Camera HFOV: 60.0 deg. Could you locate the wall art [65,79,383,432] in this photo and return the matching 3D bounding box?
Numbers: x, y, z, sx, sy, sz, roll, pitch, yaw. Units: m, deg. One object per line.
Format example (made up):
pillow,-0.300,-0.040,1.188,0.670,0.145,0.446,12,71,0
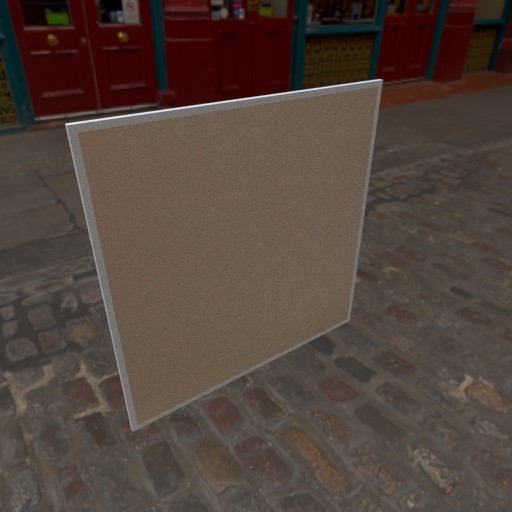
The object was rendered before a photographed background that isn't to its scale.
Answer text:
wall art,0.000,0.000,0.664,0.456,0.456,0.007,-20,36,-30
